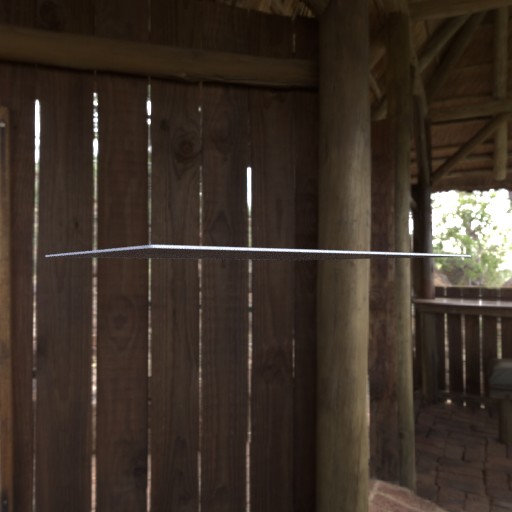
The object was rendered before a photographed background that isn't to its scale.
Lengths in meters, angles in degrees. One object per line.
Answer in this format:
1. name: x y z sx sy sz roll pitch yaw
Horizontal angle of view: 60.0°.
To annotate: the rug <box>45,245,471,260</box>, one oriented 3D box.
1. rug: 0.000 0.000 4.109 3.123 0.017 2.447 1 -2 -37
